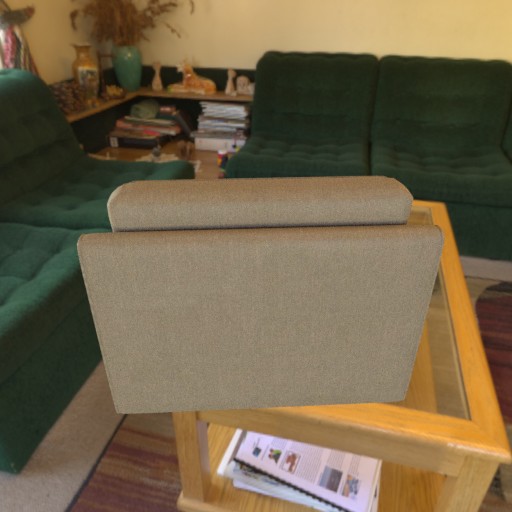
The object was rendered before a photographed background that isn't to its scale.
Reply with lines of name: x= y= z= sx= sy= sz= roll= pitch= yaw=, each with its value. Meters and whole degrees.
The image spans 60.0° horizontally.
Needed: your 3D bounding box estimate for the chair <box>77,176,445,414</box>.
chair: x=0.000 y=0.000 z=2.030 sx=1.270 sy=0.974 sz=1.043 roll=-2 pitch=31 yaw=-3
